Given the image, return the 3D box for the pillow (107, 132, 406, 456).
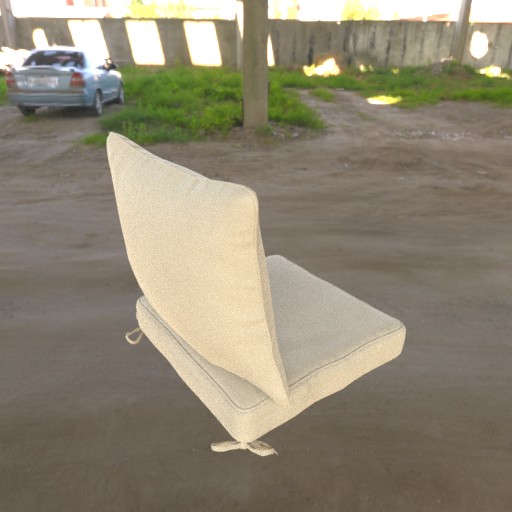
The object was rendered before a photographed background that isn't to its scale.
[{"bbox_3d":[0.000,0.000,1.382,0.733,0.716,0.798,-17,30,-32],"label":"pillow"}]
